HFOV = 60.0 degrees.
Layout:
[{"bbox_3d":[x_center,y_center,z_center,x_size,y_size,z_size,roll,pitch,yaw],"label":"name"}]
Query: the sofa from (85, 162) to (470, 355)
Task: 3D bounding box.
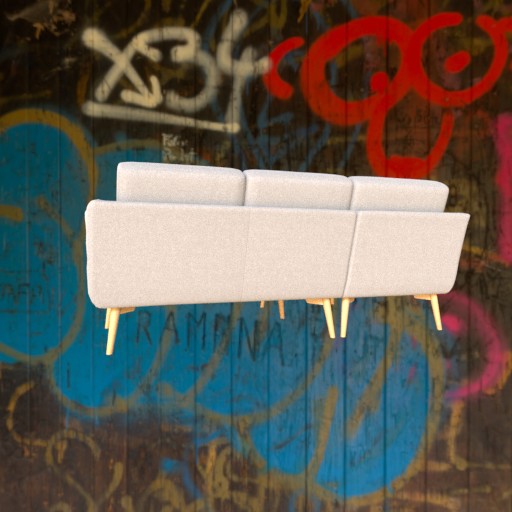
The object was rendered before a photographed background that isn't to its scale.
[{"bbox_3d":[0.000,0.000,2.837,2.040,0.860,1.530,0,1,-19],"label":"sofa"}]
